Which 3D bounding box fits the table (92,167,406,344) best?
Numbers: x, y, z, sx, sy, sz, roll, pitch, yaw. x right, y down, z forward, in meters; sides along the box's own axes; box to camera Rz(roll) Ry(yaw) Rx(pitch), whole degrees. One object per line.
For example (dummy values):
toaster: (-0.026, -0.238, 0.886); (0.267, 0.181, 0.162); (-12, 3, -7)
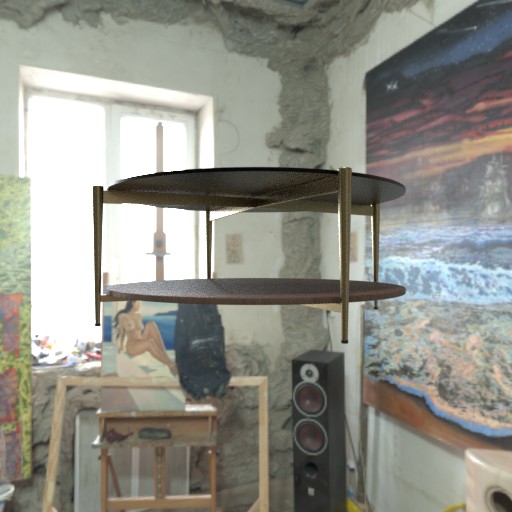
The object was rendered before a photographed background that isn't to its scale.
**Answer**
table: (0.000, 0.000, 1.465); (0.938, 0.400, 0.938); (0, 0, 36)
